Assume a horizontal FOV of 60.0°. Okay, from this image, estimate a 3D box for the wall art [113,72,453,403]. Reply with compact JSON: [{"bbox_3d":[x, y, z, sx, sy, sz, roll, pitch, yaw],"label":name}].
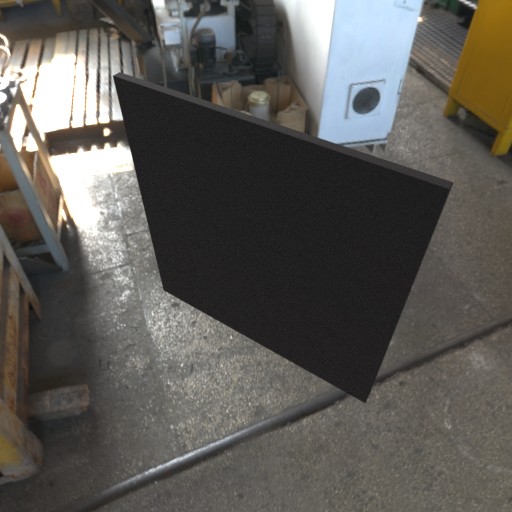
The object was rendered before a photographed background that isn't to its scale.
[{"bbox_3d":[0.000,0.000,0.684,0.456,0.458,0.013,25,51,22],"label":"wall art"}]
